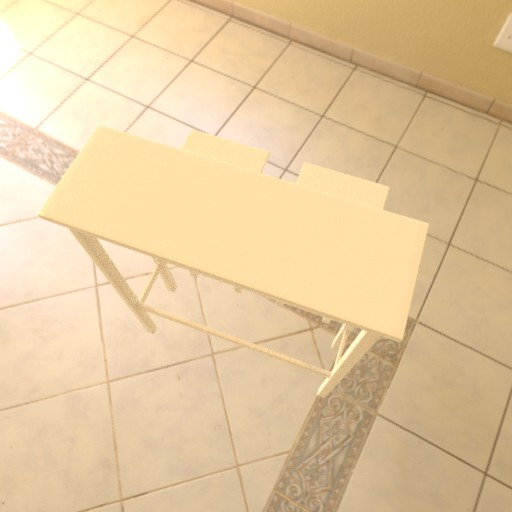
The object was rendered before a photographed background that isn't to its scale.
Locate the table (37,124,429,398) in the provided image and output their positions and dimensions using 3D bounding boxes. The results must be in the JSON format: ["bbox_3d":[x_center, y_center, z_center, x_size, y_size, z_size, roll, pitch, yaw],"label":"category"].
[{"bbox_3d":[0.000,0.000,1.637,0.915,1.065,0.650,18,65,9],"label":"table"}]
